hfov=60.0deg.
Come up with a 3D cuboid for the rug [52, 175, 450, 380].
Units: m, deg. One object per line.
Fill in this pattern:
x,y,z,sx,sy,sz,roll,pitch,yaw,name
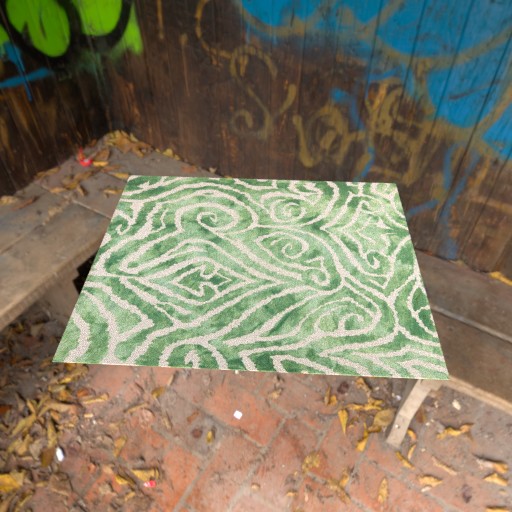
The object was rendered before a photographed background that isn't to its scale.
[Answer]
0.000,0.000,4.233,3.045,0.007,2.436,2,46,2,rug
